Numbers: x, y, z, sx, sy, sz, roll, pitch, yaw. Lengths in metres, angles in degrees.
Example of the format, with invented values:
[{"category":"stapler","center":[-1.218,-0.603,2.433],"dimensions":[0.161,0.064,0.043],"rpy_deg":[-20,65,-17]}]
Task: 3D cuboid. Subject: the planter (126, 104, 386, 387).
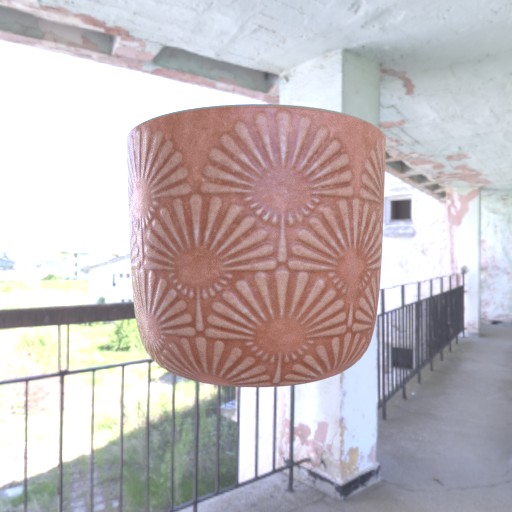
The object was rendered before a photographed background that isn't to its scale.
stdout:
[{"category":"planter","center":[0.000,0.000,0.220],"dimensions":[0.124,0.109,0.124],"rpy_deg":[0,0,0]}]
